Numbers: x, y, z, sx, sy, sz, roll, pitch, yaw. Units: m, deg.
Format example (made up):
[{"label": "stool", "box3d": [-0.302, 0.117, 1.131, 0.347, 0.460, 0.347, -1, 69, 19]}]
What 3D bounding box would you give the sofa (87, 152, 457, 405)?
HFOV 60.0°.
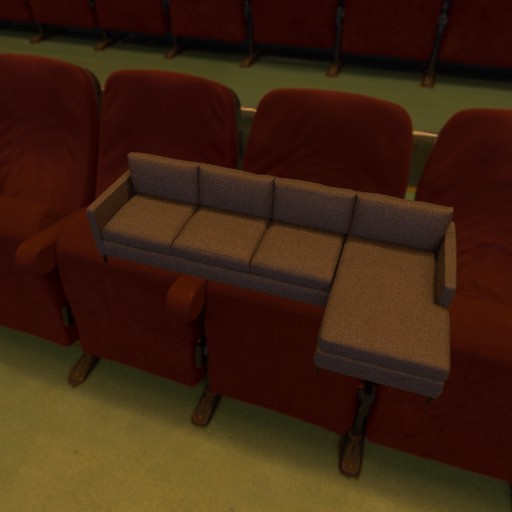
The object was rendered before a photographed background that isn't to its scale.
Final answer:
[{"label": "sofa", "box3d": [0.000, 0.000, 3.831, 3.221, 0.892, 1.483, 12, 42, 14]}]
